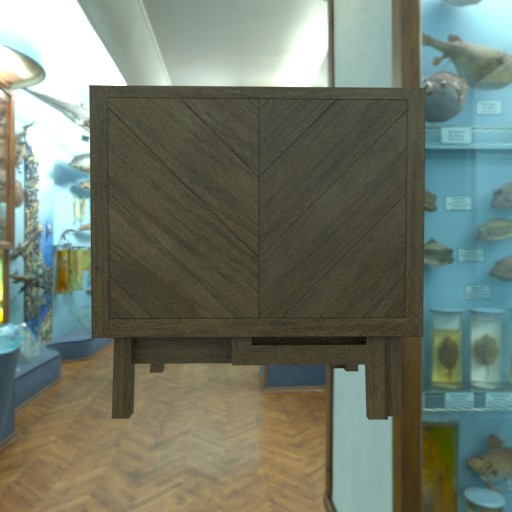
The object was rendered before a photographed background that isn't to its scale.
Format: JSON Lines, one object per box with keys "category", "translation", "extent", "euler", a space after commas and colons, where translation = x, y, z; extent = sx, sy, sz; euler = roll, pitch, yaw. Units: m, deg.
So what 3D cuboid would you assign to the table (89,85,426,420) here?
{"category": "table", "translation": [0.000, 0.000, 1.274], "extent": [0.746, 0.763, 0.591], "euler": [0, 0, -1]}
